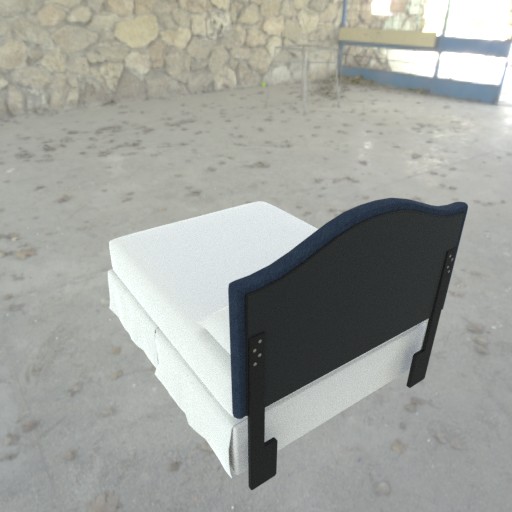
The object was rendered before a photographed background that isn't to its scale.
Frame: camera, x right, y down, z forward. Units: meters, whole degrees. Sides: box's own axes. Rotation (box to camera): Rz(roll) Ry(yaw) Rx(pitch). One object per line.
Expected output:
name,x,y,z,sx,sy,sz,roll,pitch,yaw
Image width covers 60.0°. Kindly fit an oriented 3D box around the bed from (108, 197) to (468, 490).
bed,0.000,0.000,3.250,1.725,1.518,2.153,-18,34,-30
